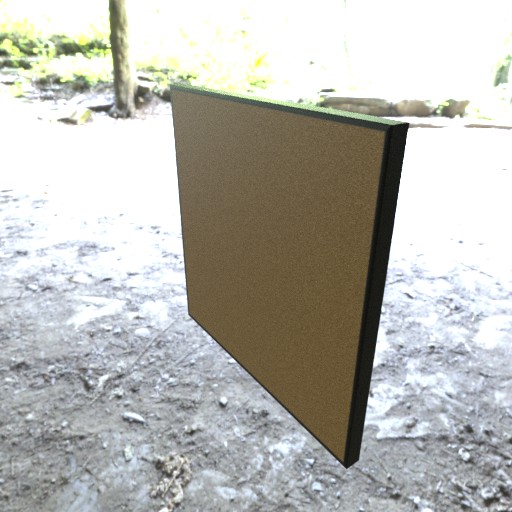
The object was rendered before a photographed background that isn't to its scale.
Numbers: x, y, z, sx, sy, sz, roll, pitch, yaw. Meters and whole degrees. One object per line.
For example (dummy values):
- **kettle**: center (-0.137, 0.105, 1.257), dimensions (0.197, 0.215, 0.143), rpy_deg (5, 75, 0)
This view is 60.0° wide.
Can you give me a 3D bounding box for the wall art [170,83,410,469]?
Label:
- **wall art**: center (0.000, 0.000, 0.755), dimensions (0.028, 0.511, 0.513), rpy_deg (-18, 31, -31)
